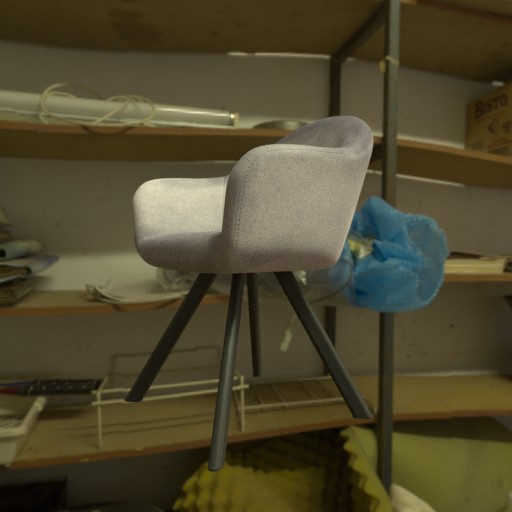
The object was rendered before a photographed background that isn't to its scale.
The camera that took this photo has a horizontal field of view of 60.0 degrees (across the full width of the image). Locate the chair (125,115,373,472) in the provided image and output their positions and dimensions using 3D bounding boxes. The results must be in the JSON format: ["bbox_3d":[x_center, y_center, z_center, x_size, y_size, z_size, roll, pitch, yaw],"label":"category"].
[{"bbox_3d":[0.000,0.000,1.154,0.540,0.780,0.570,-1,1,-36],"label":"chair"}]
